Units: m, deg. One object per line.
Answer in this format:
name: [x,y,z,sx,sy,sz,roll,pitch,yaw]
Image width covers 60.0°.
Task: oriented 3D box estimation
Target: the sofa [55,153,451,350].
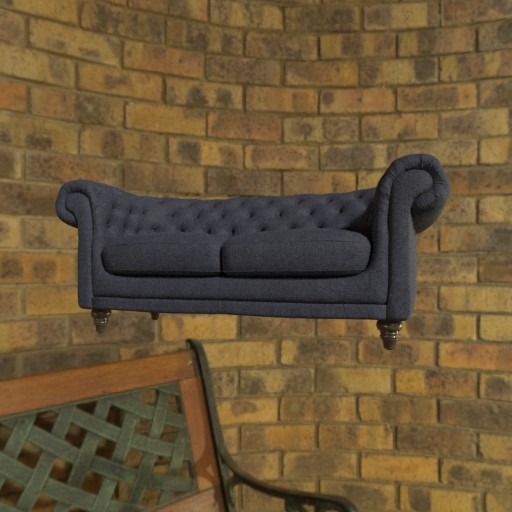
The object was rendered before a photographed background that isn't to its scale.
sofa: [0.000,0.000,2.544,1.988,0.833,1.082,0,-1,19]
